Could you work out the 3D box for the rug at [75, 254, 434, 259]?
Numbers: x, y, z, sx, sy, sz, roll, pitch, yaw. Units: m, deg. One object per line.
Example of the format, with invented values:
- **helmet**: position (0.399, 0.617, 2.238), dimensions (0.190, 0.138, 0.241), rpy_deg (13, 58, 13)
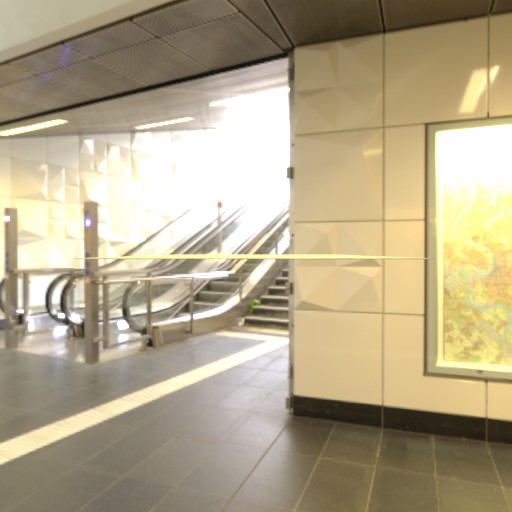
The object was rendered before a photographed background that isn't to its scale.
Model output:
- **rug**: position (0.000, 0.000, 2.396), dimensions (1.206, 0.003, 1.835), rpy_deg (0, 1, 0)
